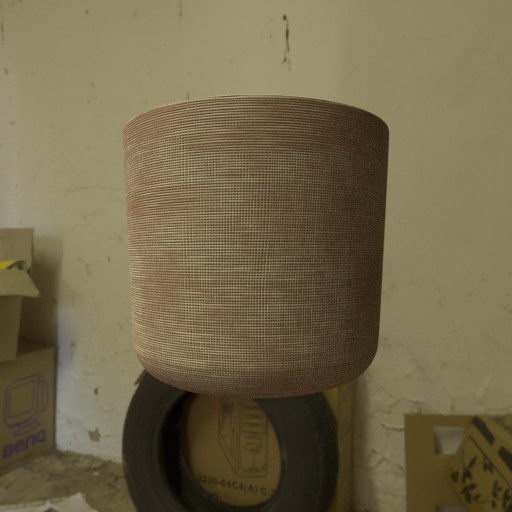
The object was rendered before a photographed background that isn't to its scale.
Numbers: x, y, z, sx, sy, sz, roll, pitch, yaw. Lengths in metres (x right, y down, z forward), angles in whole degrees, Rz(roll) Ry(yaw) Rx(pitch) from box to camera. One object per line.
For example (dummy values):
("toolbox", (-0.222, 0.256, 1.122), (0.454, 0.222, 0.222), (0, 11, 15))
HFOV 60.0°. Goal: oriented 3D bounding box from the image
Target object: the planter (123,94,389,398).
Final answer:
("planter", (0.000, 0.000, 0.764), (0.440, 0.398, 0.440), (0, 0, 0))
